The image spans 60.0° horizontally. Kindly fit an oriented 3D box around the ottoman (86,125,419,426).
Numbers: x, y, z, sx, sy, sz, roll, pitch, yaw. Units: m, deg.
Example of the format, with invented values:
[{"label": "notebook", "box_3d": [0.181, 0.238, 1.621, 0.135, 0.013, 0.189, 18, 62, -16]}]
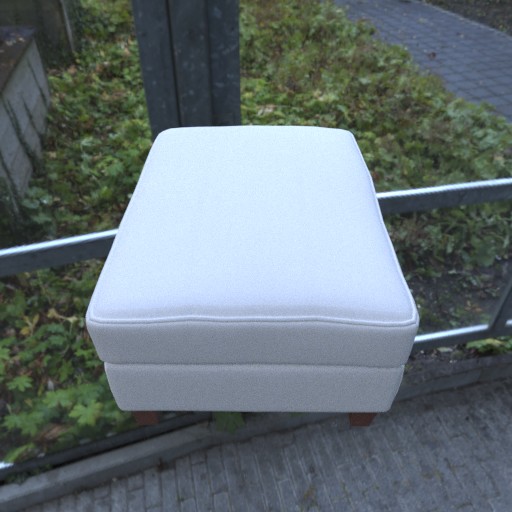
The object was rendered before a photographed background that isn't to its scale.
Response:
[{"label": "ottoman", "box_3d": [0.000, 0.000, 1.212, 0.634, 0.479, 0.818, 0, 40, 0]}]
